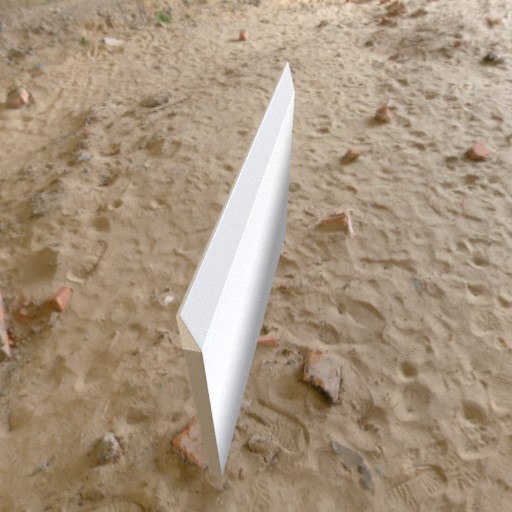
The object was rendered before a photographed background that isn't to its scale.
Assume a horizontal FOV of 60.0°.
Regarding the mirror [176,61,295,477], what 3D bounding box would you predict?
[{"bbox_3d":[0.000,0.000,1.125,0.030,0.630,0.870,9,46,9],"label":"mirror"}]
